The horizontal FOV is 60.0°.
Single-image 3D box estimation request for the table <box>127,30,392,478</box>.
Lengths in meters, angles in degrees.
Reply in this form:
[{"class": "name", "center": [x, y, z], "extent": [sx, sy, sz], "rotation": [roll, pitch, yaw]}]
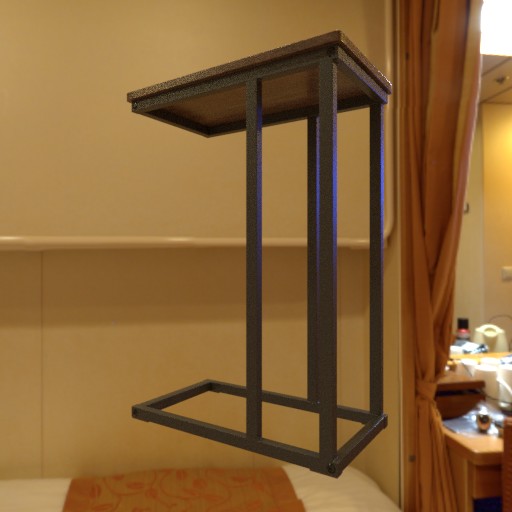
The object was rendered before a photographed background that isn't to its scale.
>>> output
[{"class": "table", "center": [0.000, 0.000, 0.851], "extent": [0.450, 0.637, 0.254], "rotation": [0, 0, 34]}]
